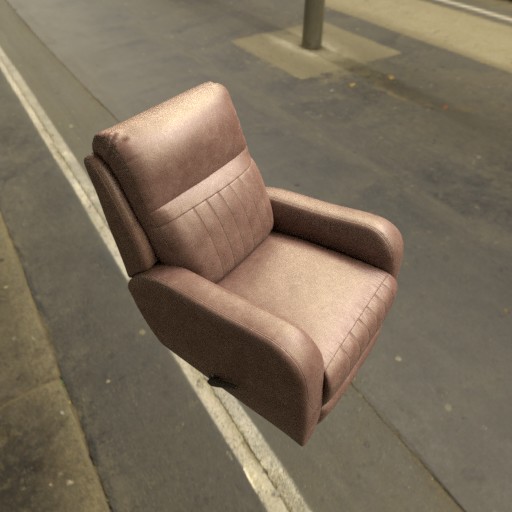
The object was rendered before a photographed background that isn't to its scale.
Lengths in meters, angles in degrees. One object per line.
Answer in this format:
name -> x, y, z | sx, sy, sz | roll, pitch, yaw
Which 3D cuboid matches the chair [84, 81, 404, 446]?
chair -> 0.000, 0.000, 1.817 | 1.067, 1.067, 0.865 | 26, 49, 25
